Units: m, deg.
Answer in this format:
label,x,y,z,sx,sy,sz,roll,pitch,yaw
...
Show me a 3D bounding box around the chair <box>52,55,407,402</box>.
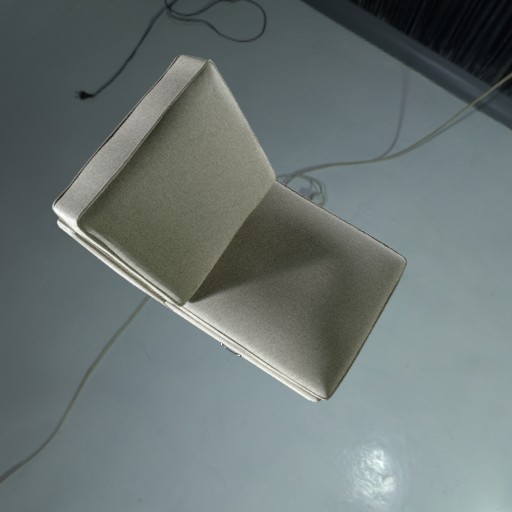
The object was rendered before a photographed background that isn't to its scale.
label,x,y,z,sx,sy,sz,roll,pitch,yaw
chair,0.000,0.000,1.673,1.020,1.058,0.674,32,76,9
